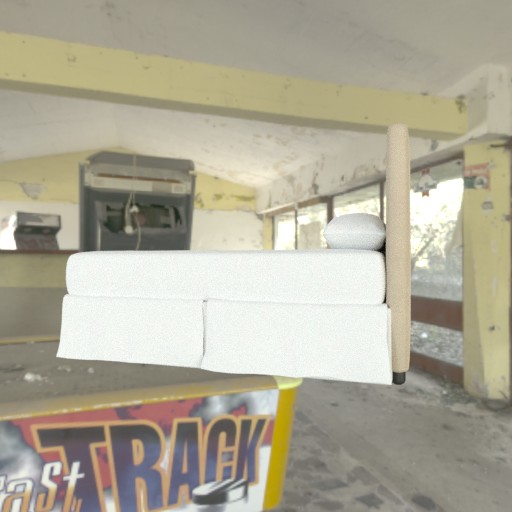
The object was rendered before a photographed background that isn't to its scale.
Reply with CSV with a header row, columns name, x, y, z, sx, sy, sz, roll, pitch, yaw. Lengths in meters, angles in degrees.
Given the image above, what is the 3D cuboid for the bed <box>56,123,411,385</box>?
name,x,y,z,sx,sy,sz,roll,pitch,yaw
bed,0.000,0.000,3.258,2.142,1.330,1.723,0,0,19
